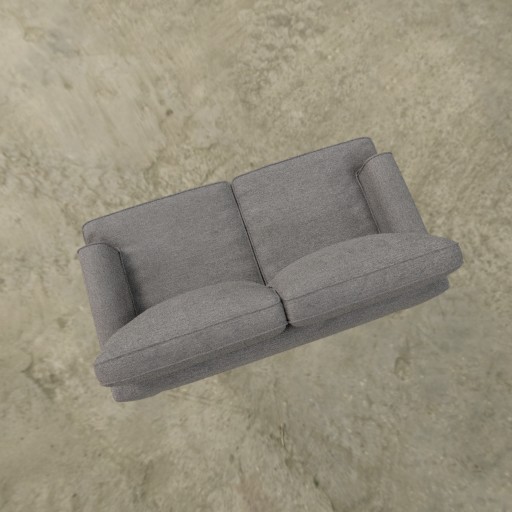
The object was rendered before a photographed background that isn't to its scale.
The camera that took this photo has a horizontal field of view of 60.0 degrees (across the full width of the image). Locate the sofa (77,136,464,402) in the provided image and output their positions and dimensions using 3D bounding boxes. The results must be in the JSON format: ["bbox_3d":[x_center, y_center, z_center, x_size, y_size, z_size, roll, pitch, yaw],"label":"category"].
[{"bbox_3d":[0.000,0.000,2.226,1.651,0.965,0.965,-18,76,-4],"label":"sofa"}]
